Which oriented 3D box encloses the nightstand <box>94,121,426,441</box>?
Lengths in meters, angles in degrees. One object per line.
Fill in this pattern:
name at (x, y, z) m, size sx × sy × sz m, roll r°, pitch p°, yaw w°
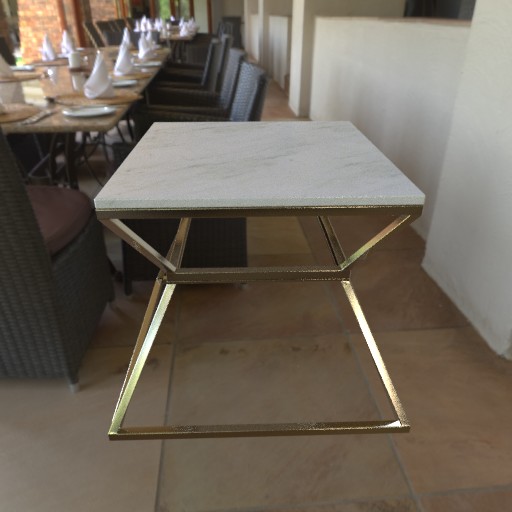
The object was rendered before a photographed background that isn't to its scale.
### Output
nightstand at (0.000, 0.000, 0.881) m, size 0.514 × 0.426 × 0.513 m, roll -1°, pitch 29°, yaw -2°
